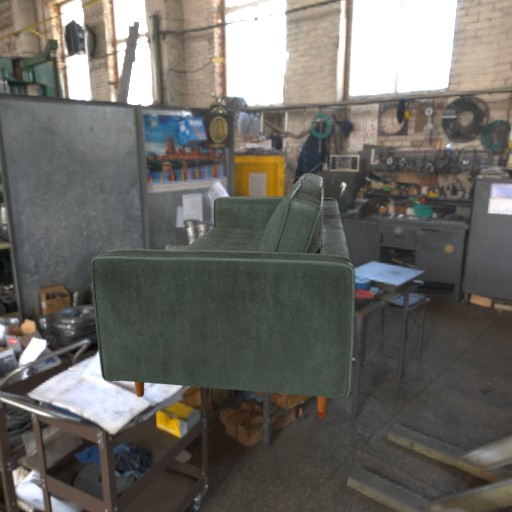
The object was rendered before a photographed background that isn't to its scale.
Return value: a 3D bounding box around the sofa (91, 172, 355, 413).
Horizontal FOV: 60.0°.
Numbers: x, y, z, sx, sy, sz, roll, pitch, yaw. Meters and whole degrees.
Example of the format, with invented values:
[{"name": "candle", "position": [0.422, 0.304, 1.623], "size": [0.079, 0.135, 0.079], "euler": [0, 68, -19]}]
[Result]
[{"name": "sofa", "position": [0.000, 0.000, 2.289], "size": [0.886, 0.781, 1.816], "euler": [2, 14, 8]}]
